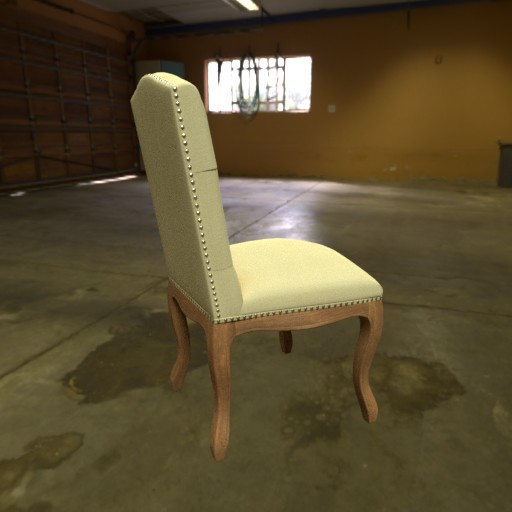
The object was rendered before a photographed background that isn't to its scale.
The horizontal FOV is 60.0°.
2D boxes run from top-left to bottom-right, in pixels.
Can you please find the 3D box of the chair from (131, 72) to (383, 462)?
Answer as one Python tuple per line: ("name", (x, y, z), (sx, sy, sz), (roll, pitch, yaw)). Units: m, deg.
("chair", (0.000, 0.000, 1.559), (0.715, 1.165, 0.623), (-8, 17, -26))
